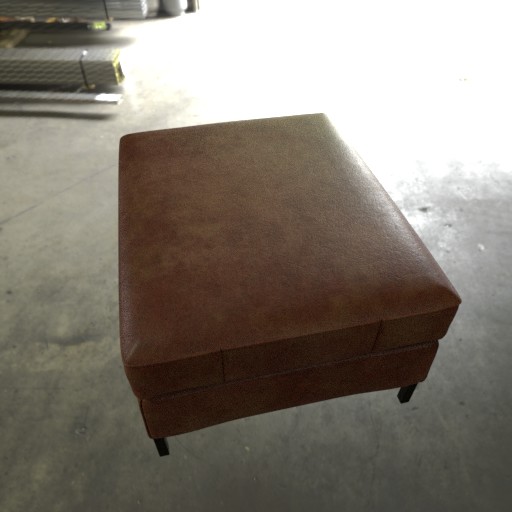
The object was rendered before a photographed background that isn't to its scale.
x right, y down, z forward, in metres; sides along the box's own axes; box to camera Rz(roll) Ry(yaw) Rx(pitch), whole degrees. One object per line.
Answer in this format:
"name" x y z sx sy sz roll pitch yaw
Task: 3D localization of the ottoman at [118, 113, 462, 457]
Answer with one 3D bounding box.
"ottoman" 0.000 0.000 1.768 0.965 0.667 1.186 -9 45 -9
